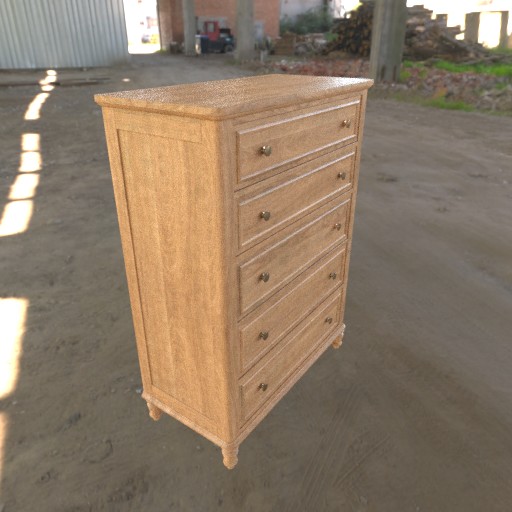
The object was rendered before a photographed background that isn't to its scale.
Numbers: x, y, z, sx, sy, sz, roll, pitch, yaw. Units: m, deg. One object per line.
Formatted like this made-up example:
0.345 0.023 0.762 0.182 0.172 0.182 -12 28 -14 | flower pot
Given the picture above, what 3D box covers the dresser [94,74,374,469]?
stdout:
0.000 0.000 1.832 0.484 1.318 0.973 18 32 32 | dresser
